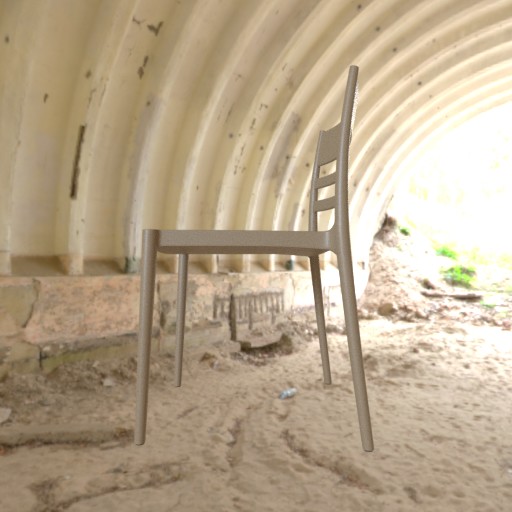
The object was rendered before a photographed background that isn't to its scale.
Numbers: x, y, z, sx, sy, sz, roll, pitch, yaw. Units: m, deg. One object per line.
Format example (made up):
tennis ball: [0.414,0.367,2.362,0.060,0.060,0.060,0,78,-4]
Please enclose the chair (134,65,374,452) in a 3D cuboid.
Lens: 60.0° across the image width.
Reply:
chair: [0.000,0.000,1.163,0.511,0.800,0.531,0,-1,0]
